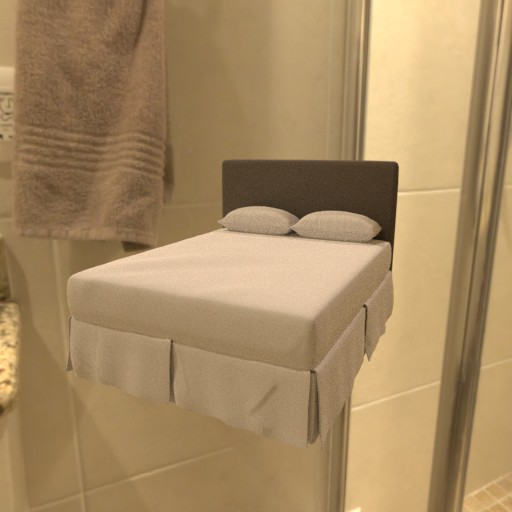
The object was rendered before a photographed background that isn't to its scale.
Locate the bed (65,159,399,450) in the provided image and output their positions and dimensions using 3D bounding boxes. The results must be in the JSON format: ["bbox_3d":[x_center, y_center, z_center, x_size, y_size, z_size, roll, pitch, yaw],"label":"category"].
[{"bbox_3d":[0.000,0.000,3.212,1.723,1.330,2.142,7,15,26],"label":"bed"}]
